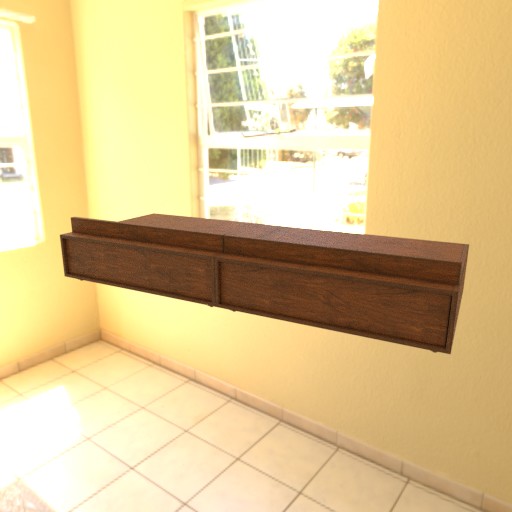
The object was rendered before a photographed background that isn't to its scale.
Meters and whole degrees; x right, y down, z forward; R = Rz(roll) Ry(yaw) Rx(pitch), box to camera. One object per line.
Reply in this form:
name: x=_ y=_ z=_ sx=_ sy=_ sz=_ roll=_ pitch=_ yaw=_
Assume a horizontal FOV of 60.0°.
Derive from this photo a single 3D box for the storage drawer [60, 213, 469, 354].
storage drawer: x=0.000 y=0.000 z=2.251 sx=1.914 sy=0.339 sz=0.774 roll=8 pitch=17 yaw=26
